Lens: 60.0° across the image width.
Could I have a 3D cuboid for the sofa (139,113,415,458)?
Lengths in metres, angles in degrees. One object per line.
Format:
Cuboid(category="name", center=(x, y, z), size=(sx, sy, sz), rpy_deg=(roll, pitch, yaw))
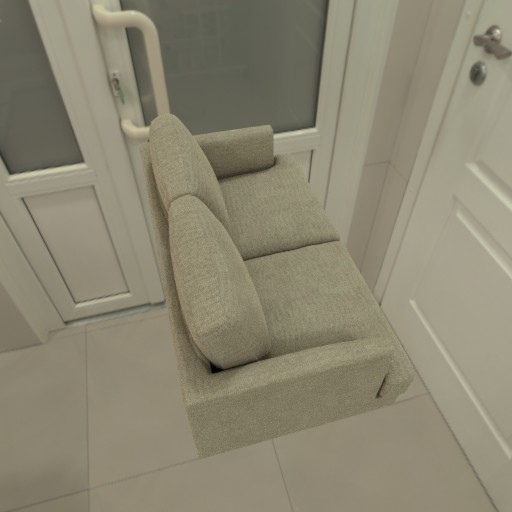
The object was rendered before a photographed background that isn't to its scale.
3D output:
Cuboid(category="sofa", center=(0.000, 0.000, 2.162), size=(0.903, 0.944, 1.582), rpy_deg=(-12, 49, -10))
